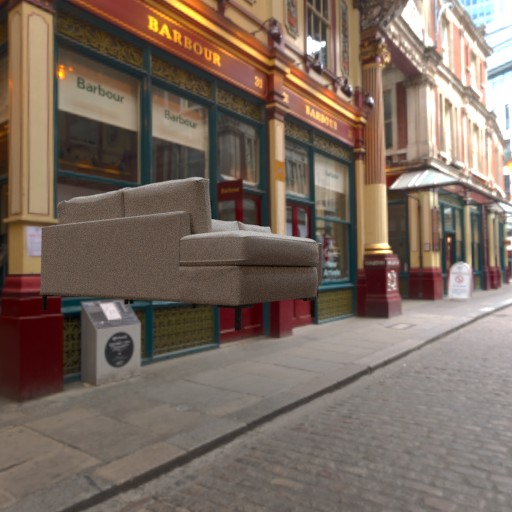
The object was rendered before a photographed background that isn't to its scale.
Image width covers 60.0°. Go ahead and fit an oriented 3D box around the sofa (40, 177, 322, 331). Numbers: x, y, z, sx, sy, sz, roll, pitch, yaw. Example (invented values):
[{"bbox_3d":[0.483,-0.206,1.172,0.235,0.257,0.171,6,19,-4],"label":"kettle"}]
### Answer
[{"bbox_3d":[0.000,0.000,3.223,1.617,0.703,2.423,-1,-2,36],"label":"sofa"}]
